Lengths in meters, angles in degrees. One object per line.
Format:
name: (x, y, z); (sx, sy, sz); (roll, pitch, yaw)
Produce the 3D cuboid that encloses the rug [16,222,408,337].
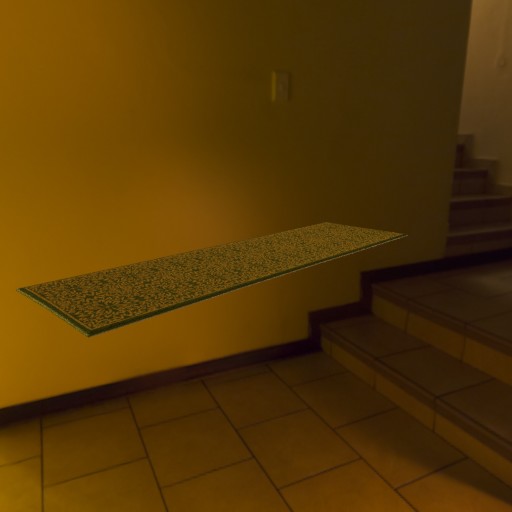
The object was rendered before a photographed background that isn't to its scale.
rug: (0.000, 0.000, 2.384); (0.662, 0.011, 2.196); (14, 20, 43)
